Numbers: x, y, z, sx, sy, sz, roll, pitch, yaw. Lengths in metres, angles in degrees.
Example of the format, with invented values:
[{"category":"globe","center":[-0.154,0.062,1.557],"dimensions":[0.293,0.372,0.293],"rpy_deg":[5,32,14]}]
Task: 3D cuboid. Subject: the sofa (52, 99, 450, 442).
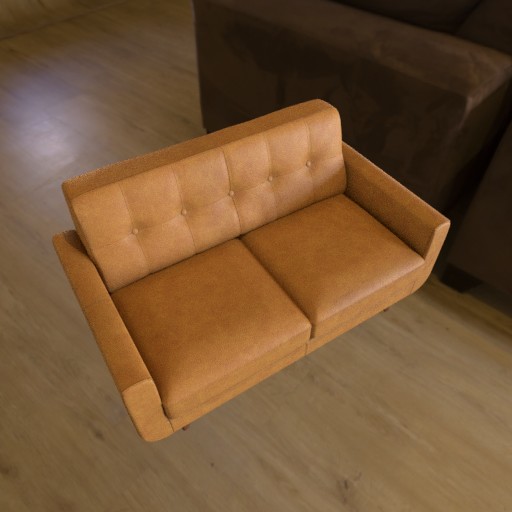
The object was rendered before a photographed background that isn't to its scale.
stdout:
[{"category":"sofa","center":[0.000,0.000,2.182],"dimensions":[1.651,0.925,0.952],"rpy_deg":[-25,51,-21]}]
